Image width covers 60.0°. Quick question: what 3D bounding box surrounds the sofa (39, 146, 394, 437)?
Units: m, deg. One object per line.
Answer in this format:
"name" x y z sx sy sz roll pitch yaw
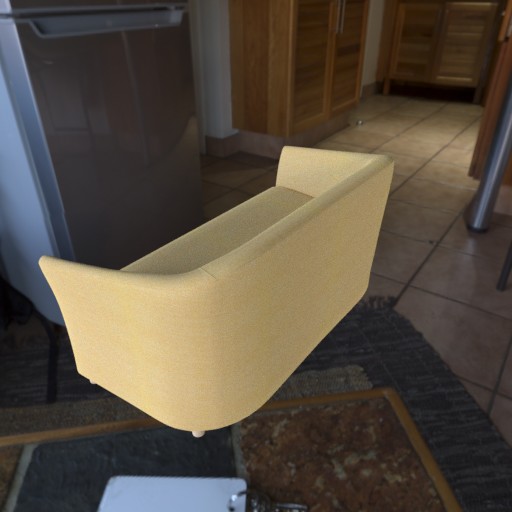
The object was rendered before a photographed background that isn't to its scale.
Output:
"sofa" 0.000 0.000 1.867 0.705 0.721 1.452 22 38 31
